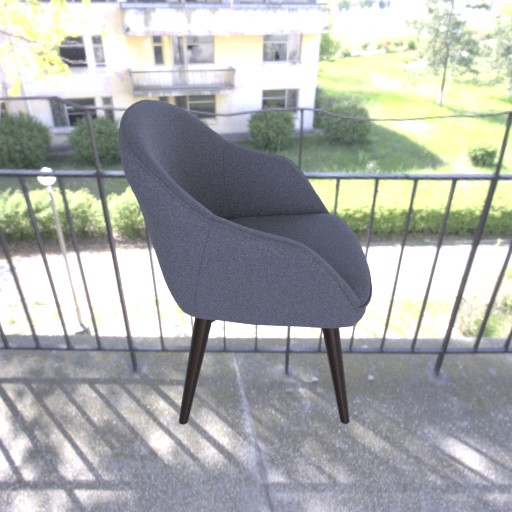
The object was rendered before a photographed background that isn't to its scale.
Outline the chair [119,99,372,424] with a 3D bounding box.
[{"bbox_3d":[0.000,0.000,1.244,0.611,0.810,0.589,0,31,0],"label":"chair"}]
